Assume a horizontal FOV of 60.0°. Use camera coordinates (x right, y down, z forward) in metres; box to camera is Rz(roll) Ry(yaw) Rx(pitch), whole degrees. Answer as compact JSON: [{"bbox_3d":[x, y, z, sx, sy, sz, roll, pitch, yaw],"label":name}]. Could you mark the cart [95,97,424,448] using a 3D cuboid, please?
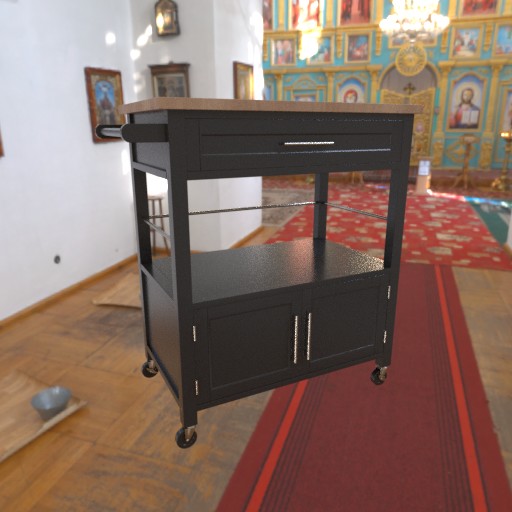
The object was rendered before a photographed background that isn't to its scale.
[{"bbox_3d":[0.000,0.000,1.395,0.840,0.901,0.459,-8,18,-26],"label":"cart"}]
